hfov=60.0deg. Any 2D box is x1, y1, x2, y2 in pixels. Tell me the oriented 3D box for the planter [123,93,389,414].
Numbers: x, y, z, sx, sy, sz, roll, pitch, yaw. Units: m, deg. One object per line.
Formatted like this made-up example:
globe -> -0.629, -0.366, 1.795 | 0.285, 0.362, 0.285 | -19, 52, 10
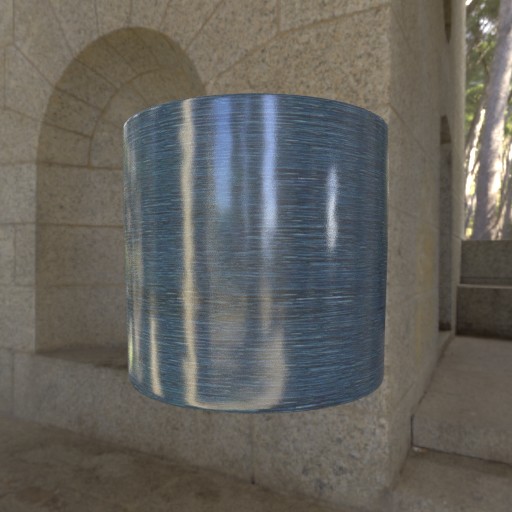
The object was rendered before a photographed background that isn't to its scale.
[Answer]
planter -> 0.000, 0.000, 0.384 | 0.221, 0.201, 0.221 | 0, 0, 0
